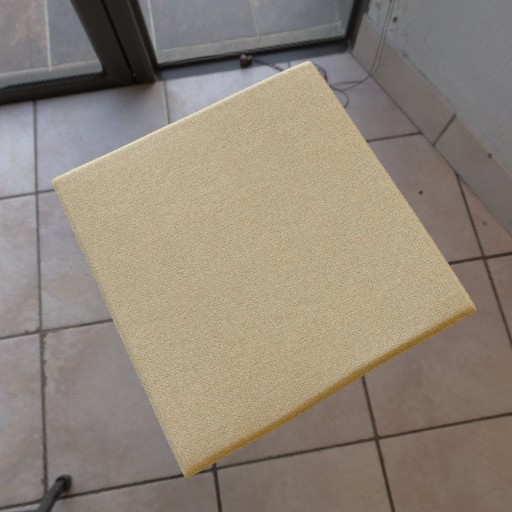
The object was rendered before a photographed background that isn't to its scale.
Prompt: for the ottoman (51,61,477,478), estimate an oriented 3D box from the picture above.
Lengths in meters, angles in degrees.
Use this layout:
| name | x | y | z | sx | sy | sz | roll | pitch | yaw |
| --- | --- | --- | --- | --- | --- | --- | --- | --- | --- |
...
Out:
| name | x | y | z | sx | sy | sz | roll | pitch | yaw |
| --- | --- | --- | --- | --- | --- | --- | --- | --- | --- |
| ottoman | 0.000 | 0.000 | 1.508 | 0.968 | 0.379 | 1.004 | -27 | 76 | -7 |
